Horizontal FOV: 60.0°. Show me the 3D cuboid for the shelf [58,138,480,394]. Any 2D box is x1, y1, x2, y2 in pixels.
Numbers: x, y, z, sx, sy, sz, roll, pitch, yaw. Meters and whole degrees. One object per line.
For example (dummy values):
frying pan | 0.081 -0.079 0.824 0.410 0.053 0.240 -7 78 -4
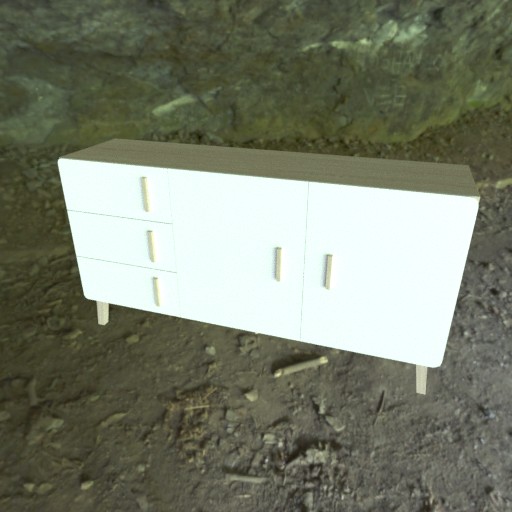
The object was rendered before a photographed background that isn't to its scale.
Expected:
shelf | 0.000 0.000 1.821 1.490 0.780 0.400 8 28 16
